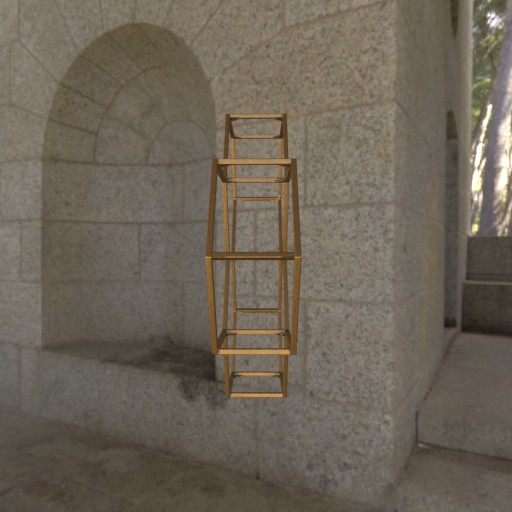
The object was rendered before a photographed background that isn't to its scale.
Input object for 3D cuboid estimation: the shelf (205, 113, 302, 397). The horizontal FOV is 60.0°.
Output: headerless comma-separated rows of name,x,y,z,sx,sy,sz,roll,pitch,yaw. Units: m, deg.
shelf,0.000,0.000,1.044,0.150,0.701,0.708,0,0,1
